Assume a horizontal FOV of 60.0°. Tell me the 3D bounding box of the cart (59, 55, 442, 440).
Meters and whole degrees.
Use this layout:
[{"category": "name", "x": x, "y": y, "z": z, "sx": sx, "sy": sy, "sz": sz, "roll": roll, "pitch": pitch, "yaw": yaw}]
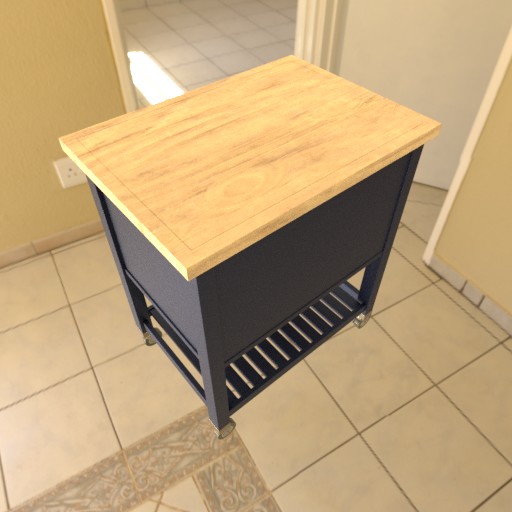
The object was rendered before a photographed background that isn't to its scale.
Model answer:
[{"category": "cart", "x": 0.000, "y": 0.000, "z": 1.451, "sx": 0.797, "sy": 0.920, "sz": 0.567, "roll": -31, "pitch": 54, "yaw": -26}]
